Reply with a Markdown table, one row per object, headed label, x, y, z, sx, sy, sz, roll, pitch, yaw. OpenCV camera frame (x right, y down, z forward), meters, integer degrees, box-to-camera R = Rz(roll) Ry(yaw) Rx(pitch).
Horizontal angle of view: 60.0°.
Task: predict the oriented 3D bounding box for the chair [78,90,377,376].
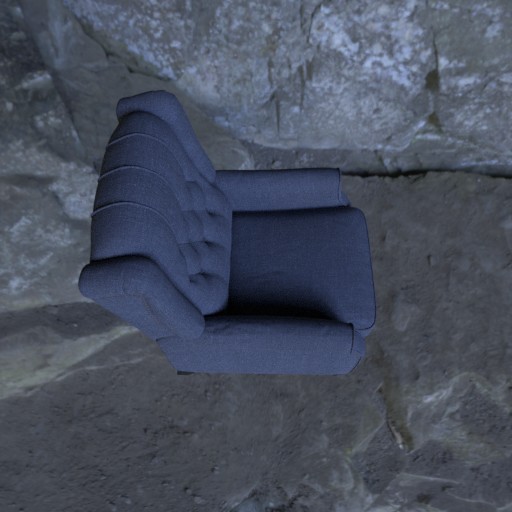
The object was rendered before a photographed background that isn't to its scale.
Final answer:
| label | x | y | z | sx | sy | sz | roll | pitch | yaw |
| --- | --- | --- | --- | --- | --- | --- | --- | --- | --- |
| chair | 0.000 | 0.000 | 1.647 | 0.898 | 1.035 | 0.742 | 1 | 63 | 0 |
